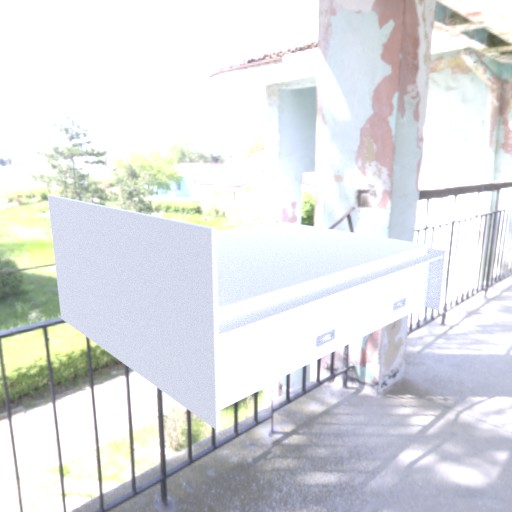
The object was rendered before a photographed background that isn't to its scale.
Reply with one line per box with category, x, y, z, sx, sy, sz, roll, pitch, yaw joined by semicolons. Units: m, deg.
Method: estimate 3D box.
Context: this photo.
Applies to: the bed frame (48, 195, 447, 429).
bed frame;0.000;0.000;2.874;1.960;0.800;1.622;-12;18;-42
